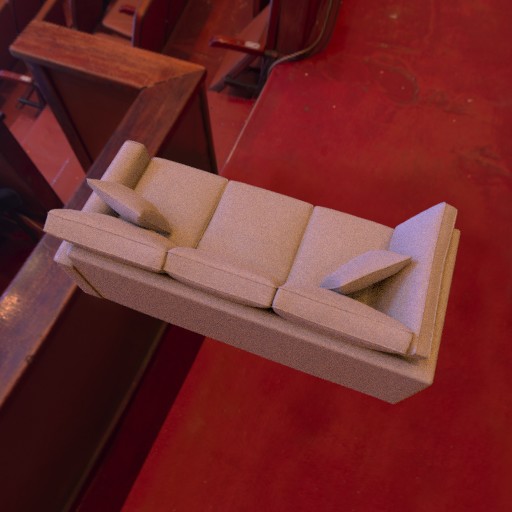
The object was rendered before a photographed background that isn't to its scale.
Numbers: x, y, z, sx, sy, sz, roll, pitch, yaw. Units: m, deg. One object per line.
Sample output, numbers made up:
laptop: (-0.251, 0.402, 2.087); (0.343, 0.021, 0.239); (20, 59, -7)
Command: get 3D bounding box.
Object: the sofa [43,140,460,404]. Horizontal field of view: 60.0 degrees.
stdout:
sofa: (0.000, 0.000, 2.910); (2.317, 0.962, 1.061); (18, 65, 9)
